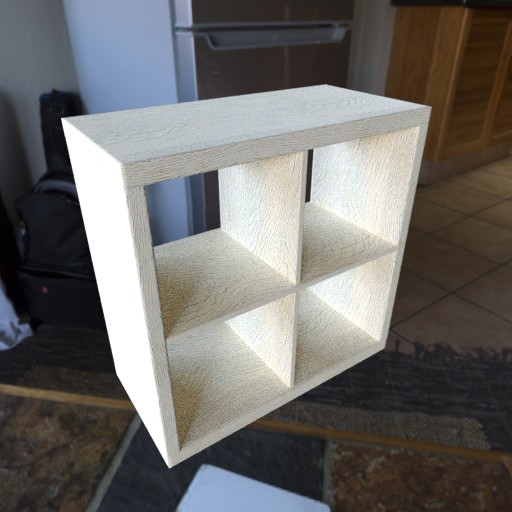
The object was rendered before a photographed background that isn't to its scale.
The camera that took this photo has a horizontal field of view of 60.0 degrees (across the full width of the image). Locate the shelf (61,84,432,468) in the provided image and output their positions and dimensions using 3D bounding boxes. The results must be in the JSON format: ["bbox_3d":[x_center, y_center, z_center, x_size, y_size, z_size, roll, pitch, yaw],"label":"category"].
[{"bbox_3d":[0.000,0.000,1.244,0.790,0.786,0.390,-19,35,-29],"label":"shelf"}]
